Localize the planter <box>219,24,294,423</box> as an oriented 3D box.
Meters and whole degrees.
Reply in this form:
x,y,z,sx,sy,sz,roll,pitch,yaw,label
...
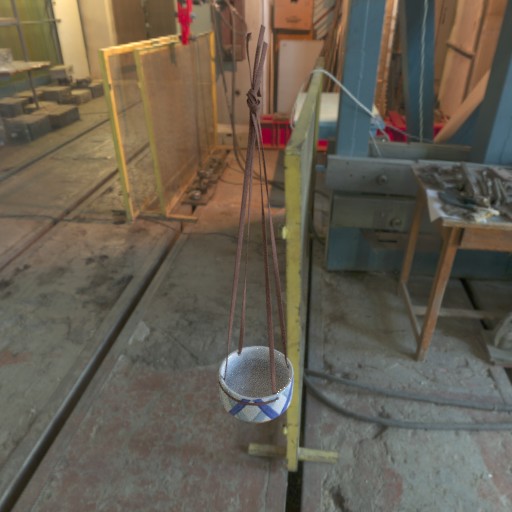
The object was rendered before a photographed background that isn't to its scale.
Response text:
x,y,z,sx,sy,sz,roll,pitch,yaw,label
0.000,0.000,0.816,0.166,0.751,0.166,-21,36,-32,planter
